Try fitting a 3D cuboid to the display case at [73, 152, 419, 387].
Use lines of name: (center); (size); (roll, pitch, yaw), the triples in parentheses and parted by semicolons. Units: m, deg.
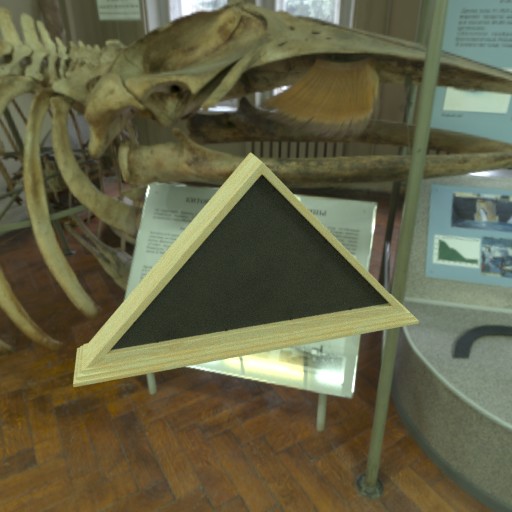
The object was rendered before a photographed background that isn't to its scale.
display case: (0.000, 0.000, 0.760); (0.640, 0.340, 0.095); (-7, 27, -14)
